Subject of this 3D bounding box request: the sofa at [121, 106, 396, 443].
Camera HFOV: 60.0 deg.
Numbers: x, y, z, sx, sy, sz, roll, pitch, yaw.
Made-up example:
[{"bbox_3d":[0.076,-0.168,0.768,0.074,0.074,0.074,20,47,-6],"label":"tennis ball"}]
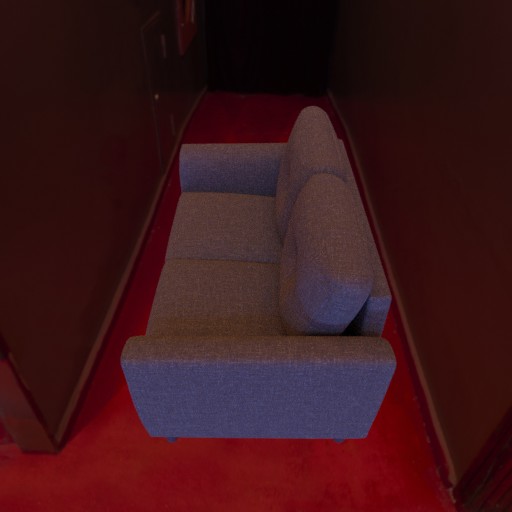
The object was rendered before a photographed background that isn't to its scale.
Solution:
[{"bbox_3d":[0.000,0.000,1.965,0.851,0.885,1.423,0,41,0],"label":"sofa"}]
